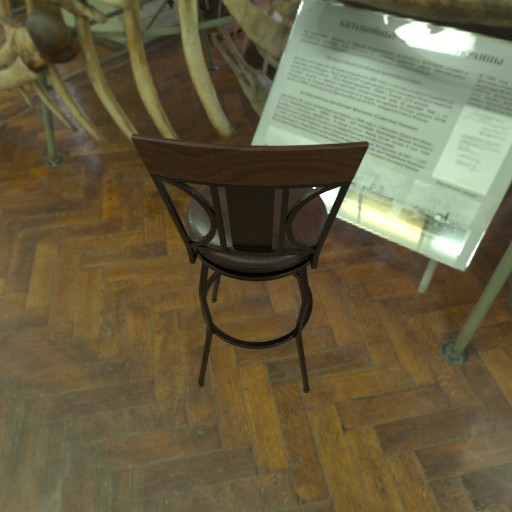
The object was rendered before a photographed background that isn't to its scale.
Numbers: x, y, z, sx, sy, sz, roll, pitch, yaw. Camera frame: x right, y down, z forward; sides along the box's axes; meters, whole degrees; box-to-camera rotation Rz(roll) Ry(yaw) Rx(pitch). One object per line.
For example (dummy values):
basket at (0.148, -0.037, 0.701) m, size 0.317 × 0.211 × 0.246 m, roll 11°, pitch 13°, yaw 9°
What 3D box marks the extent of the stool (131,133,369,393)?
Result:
stool at (0.000, 0.000, 1.399) m, size 0.448 × 1.130 × 0.513 m, roll 2°, pitch 47°, yaw 2°
